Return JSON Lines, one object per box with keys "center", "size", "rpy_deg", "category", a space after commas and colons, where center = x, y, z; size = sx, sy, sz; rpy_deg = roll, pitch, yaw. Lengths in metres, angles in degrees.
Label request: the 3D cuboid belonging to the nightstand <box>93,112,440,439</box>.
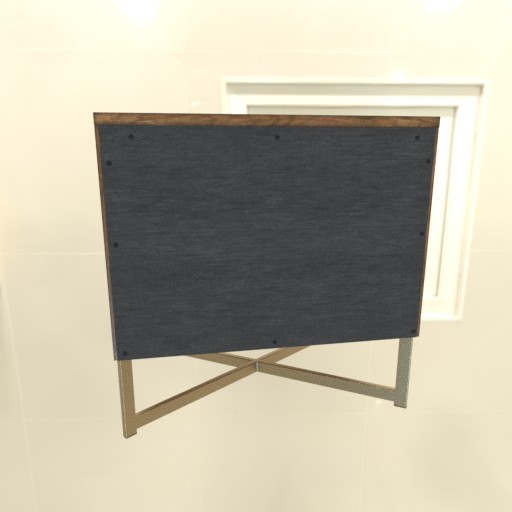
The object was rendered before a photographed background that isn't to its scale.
{"center": [0.000, 0.000, 1.047], "size": [0.610, 0.610, 0.446], "rpy_deg": [-2, 14, -10], "category": "nightstand"}
